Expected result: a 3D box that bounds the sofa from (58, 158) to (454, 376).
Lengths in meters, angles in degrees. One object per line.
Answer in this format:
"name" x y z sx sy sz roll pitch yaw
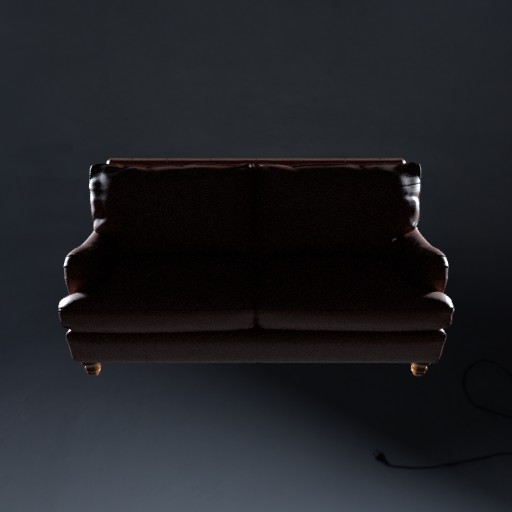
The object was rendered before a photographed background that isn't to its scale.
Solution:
"sofa" 0.000 0.000 2.802 2.144 1.071 1.147 0 30 0
